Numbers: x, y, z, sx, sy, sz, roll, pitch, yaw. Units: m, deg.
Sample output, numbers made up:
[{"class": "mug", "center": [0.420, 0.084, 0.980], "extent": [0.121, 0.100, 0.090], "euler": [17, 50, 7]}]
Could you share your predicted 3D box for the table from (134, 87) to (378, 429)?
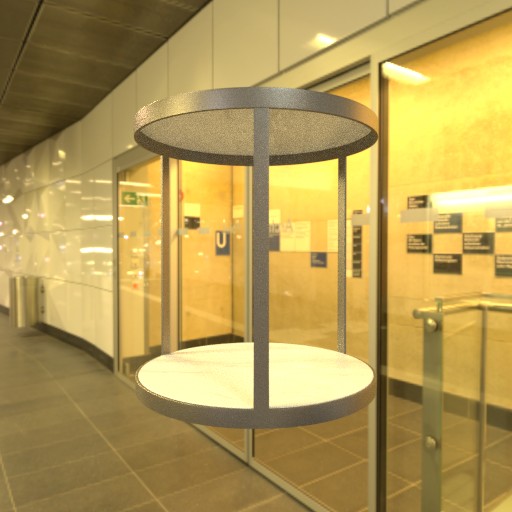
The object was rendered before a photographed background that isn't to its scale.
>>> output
[{"class": "table", "center": [0.000, 0.000, 0.841], "extent": [0.445, 0.479, 0.445], "euler": [0, 1, 0]}]
